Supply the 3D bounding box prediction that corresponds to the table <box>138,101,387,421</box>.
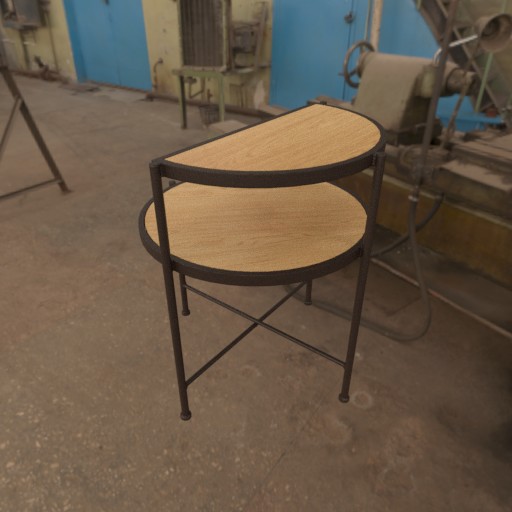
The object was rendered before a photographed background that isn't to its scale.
[{"bbox_3d":[0.000,0.000,1.175,0.628,0.684,0.629,22,38,31],"label":"table"}]
